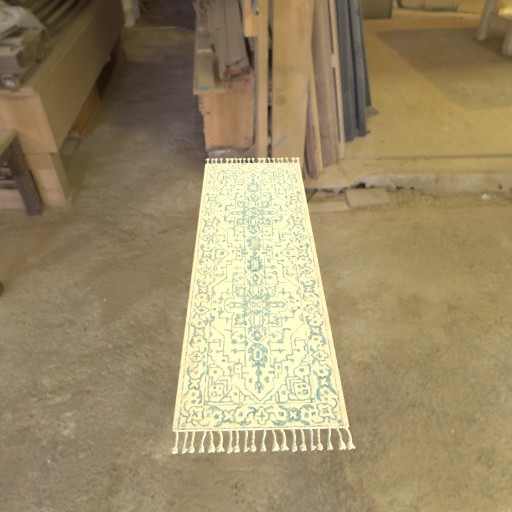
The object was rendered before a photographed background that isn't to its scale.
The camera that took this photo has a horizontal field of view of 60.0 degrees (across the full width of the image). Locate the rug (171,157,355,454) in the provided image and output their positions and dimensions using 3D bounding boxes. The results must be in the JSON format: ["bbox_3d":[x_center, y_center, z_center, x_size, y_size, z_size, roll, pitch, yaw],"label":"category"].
[{"bbox_3d":[0.000,0.000,2.748,0.774,0.011,2.449,-1,41,-1],"label":"rug"}]
